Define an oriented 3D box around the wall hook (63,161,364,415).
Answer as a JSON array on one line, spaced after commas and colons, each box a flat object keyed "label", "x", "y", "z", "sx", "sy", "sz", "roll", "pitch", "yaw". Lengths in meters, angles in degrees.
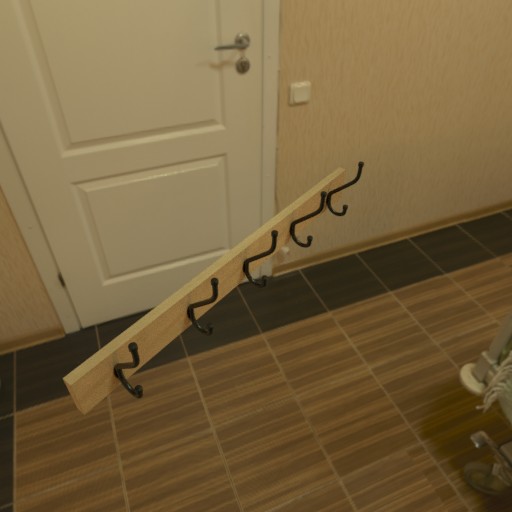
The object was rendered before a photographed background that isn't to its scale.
[{"label": "wall hook", "x": 0.000, "y": 0.000, "z": 0.625, "sx": 0.071, "sy": 0.117, "sz": 0.571, "roll": 28, "pitch": 48, "yaw": 28}]
